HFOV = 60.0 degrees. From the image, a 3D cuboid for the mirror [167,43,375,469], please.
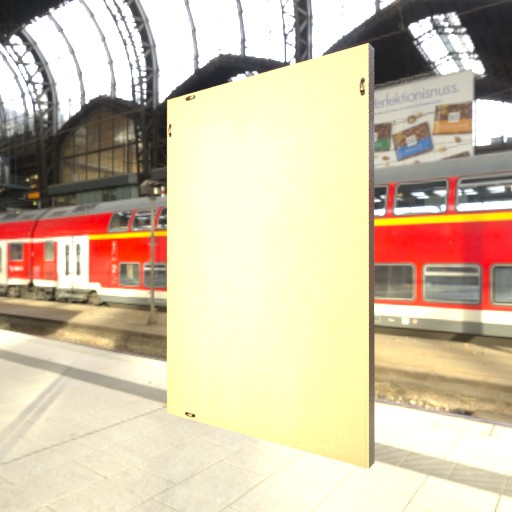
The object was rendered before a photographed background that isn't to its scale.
[{"bbox_3d":[0.000,0.000,1.137,0.609,0.915,0.041,0,0,35],"label":"mirror"}]
